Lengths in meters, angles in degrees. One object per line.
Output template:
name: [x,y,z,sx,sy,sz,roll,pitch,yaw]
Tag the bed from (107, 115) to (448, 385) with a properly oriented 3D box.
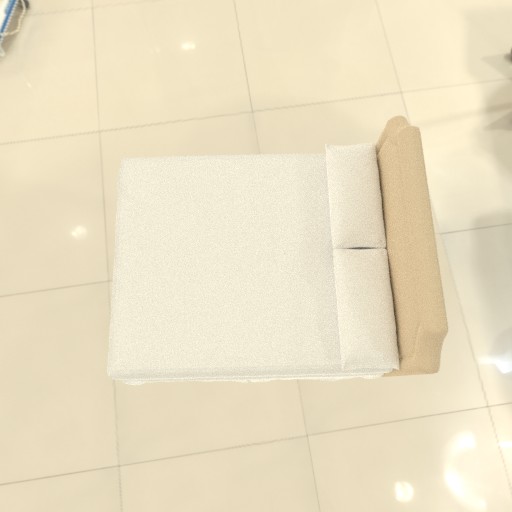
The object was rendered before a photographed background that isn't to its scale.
bed: [0.000,0.000,3.854,2.548,1.524,2.134,-1,74,0]
